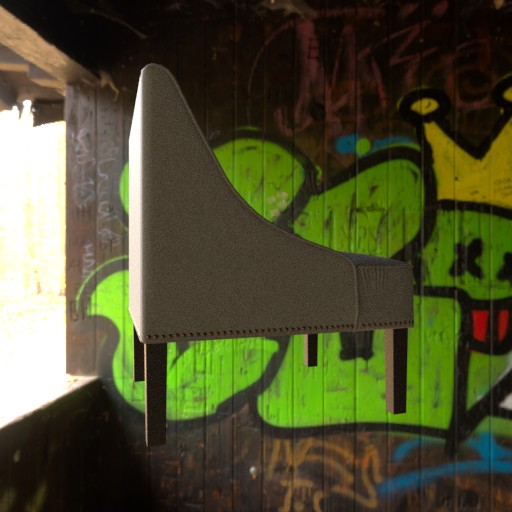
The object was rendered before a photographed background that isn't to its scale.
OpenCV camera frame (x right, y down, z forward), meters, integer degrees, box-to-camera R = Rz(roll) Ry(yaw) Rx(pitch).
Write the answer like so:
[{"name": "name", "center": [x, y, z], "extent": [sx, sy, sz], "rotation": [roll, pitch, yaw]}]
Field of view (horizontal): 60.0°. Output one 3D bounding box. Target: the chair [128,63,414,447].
[{"name": "chair", "center": [0.000, 0.000, 1.390], "extent": [0.747, 0.867, 0.631], "rotation": [0, 0, -18]}]
